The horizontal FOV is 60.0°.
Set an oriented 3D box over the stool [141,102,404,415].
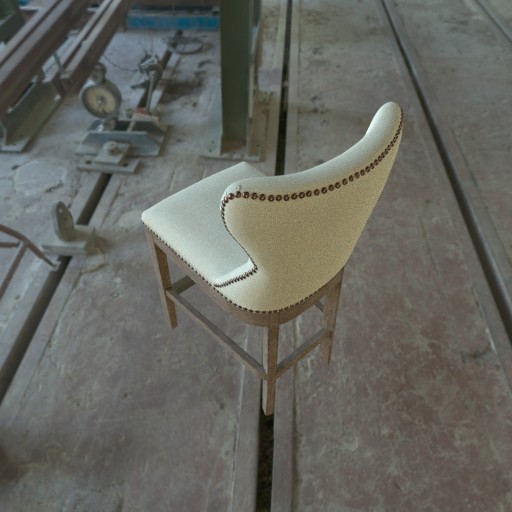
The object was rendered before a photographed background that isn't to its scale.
[{"bbox_3d":[0.000,0.000,1.322,0.498,0.981,0.608,-33,54,-27],"label":"stool"}]
